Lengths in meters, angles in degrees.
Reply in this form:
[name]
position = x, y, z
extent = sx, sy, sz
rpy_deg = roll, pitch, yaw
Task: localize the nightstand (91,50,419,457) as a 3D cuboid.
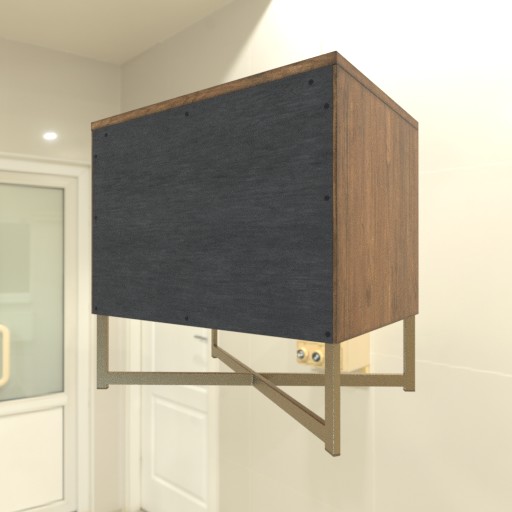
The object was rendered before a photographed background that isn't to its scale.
[nightstand]
position = 0.000, 0.000, 1.015
extent = 0.610, 0.610, 0.446
rpy_deg = 0, 0, 36
